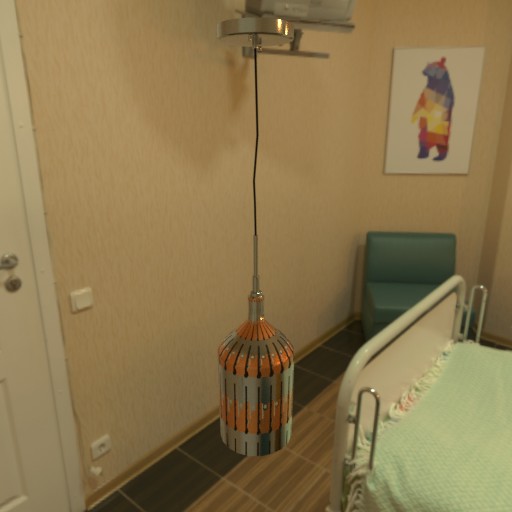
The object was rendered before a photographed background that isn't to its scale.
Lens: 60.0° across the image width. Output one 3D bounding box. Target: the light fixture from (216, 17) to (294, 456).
[{"bbox_3d":[0.000,0.000,1.641,0.303,1.535,0.303,0,17,0],"label":"light fixture"}]
